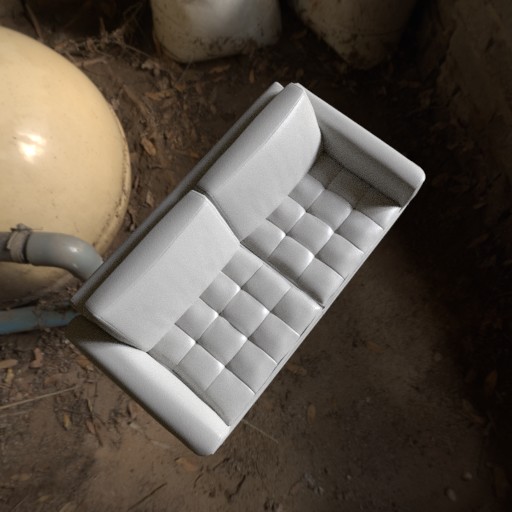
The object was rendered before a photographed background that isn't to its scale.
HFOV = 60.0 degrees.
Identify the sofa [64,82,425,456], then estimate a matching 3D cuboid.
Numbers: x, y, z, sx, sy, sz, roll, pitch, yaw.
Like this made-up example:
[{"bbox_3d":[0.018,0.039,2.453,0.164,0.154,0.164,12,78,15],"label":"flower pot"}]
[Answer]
[{"bbox_3d":[0.000,0.000,2.759,1.121,0.930,2.177,38,78,10],"label":"sofa"}]
